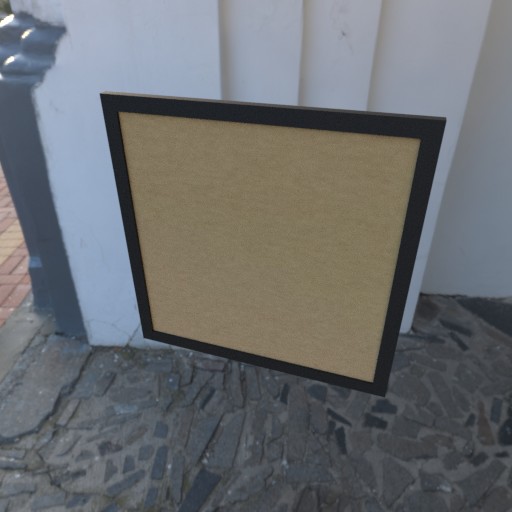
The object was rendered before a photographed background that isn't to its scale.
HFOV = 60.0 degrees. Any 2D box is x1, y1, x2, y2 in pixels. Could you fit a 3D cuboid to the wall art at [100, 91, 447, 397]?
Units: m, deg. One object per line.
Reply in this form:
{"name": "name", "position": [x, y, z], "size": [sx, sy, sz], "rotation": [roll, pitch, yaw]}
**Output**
{"name": "wall art", "position": [0.000, 0.000, 0.536], "size": [0.358, 0.357, 0.012], "rotation": [10, 33, 16]}
